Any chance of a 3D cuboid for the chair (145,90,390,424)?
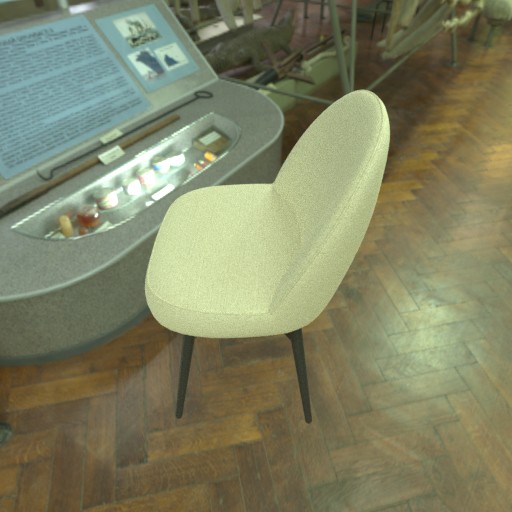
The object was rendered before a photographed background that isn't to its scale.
[{"bbox_3d":[0.000,0.000,1.171,0.540,0.838,0.532,2,41,2],"label":"chair"}]
